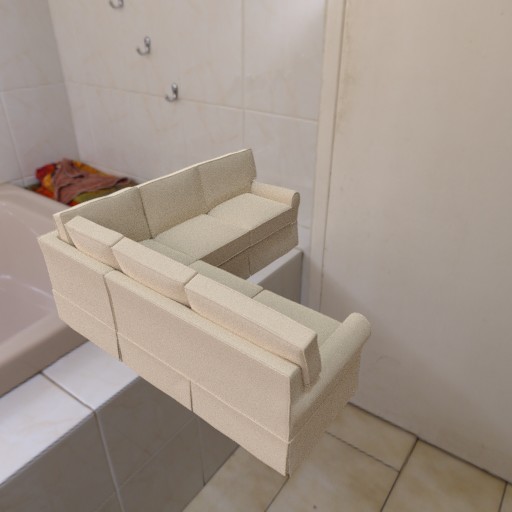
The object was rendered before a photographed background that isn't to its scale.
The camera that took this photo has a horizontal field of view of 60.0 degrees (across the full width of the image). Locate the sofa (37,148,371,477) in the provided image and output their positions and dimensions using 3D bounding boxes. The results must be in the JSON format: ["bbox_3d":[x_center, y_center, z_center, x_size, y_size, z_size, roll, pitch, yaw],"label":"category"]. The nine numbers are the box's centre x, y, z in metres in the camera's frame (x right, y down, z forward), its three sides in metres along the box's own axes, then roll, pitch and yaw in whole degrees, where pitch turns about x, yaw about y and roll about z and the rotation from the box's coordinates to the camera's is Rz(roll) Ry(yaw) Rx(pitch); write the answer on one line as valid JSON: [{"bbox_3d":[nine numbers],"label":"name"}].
[{"bbox_3d":[0.000,0.000,3.980,2.591,1.070,2.597,21,36,32],"label":"sofa"}]
